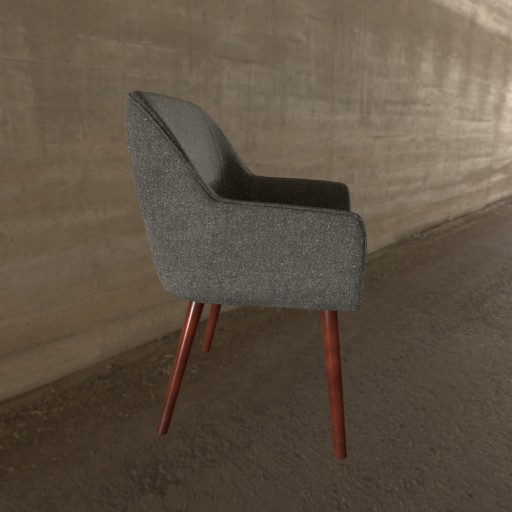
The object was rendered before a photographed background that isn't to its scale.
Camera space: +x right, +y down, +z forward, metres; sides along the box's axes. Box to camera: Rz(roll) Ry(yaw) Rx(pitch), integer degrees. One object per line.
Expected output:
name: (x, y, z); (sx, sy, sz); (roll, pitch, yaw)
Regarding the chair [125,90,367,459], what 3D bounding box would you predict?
chair: (0.000, 0.000, 1.169); (0.519, 0.803, 0.543); (2, 16, 8)
